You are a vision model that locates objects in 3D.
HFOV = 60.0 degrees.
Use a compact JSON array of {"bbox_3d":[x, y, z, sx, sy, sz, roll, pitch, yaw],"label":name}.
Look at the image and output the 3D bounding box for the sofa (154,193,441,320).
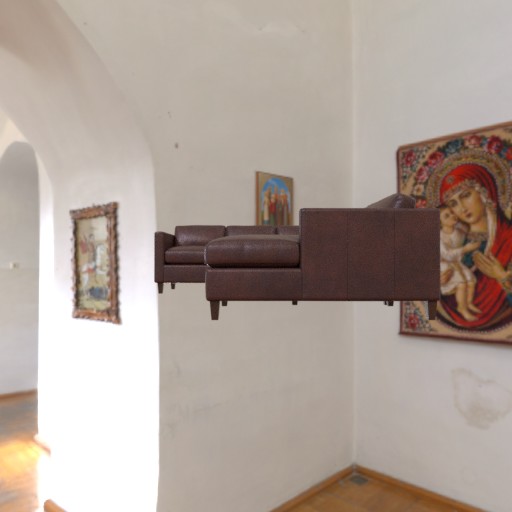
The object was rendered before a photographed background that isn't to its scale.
[{"bbox_3d":[0.000,0.000,4.582,2.452,0.891,3.324,0,-1,0],"label":"sofa"}]
